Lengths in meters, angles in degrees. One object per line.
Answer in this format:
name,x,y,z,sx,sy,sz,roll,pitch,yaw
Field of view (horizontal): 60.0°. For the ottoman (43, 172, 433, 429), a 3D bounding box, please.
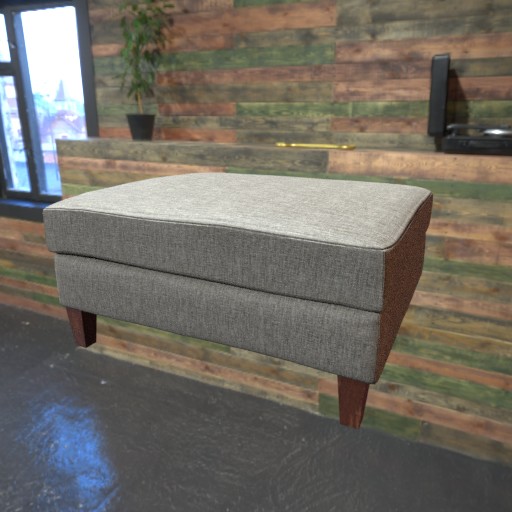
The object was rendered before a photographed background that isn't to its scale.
ottoman,0.000,0.000,1.462,0.994,0.492,0.839,8,19,25
